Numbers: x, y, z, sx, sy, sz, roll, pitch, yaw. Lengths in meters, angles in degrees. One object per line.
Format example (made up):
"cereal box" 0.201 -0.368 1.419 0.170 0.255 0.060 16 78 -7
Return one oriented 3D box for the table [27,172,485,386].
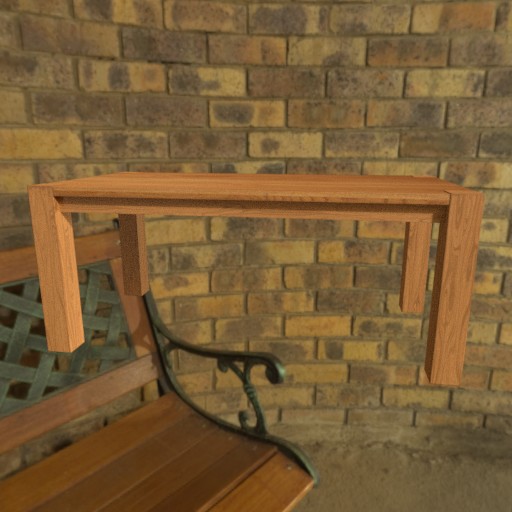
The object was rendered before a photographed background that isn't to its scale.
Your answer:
"table" 0.000 0.000 2.239 1.800 0.760 0.900 2 15 9
